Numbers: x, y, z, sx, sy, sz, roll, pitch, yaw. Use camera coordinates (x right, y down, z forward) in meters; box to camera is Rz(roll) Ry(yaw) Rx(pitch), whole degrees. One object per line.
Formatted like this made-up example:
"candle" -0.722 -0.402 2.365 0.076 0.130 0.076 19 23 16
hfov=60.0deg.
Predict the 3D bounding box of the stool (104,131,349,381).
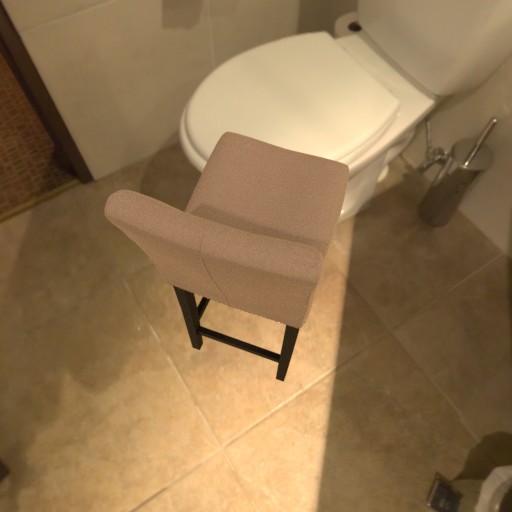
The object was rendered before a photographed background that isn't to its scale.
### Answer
"stool" 0.000 0.000 1.323 0.411 1.047 0.548 18 64 9
